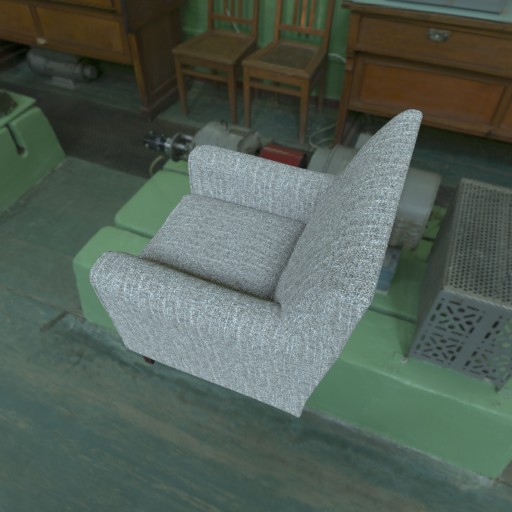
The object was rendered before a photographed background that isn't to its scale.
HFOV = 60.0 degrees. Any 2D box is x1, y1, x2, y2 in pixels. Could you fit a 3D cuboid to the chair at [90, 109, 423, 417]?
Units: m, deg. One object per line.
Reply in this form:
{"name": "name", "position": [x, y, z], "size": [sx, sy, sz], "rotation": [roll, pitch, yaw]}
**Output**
{"name": "chair", "position": [0.000, 0.000, 1.660], "size": [0.873, 0.928, 0.864], "rotation": [16, 49, 15]}
